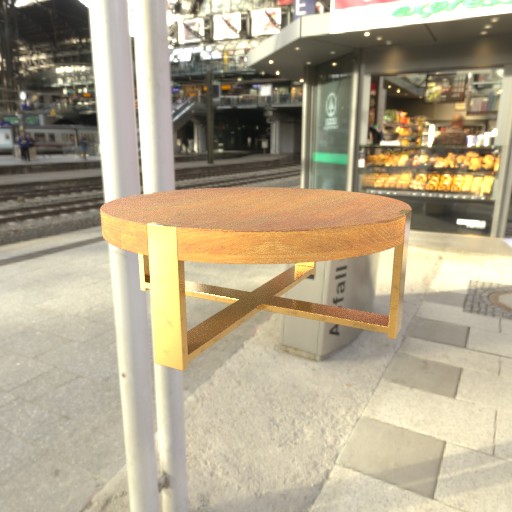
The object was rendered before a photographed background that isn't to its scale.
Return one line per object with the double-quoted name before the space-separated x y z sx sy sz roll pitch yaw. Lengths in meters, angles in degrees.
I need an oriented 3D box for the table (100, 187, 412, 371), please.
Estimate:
"table" 0.000 0.000 1.713 1.100 0.420 1.100 0 14 0
